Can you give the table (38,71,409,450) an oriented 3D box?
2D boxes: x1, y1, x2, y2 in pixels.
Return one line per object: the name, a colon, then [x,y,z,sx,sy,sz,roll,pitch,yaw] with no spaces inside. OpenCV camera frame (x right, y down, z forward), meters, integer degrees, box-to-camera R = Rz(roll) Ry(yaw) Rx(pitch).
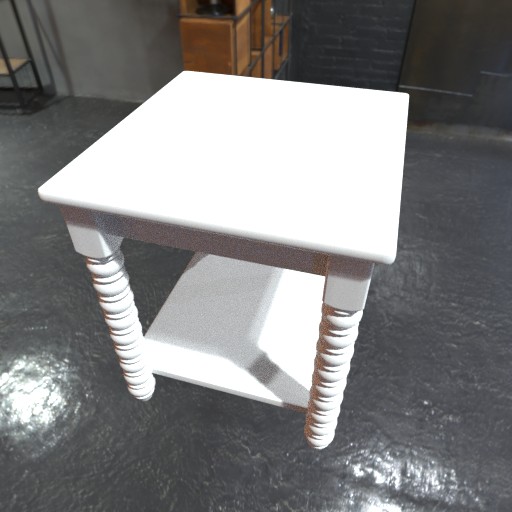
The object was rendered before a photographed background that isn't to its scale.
table: [0.000,0.000,0.951,0.500,0.563,0.533,11,42,12]
